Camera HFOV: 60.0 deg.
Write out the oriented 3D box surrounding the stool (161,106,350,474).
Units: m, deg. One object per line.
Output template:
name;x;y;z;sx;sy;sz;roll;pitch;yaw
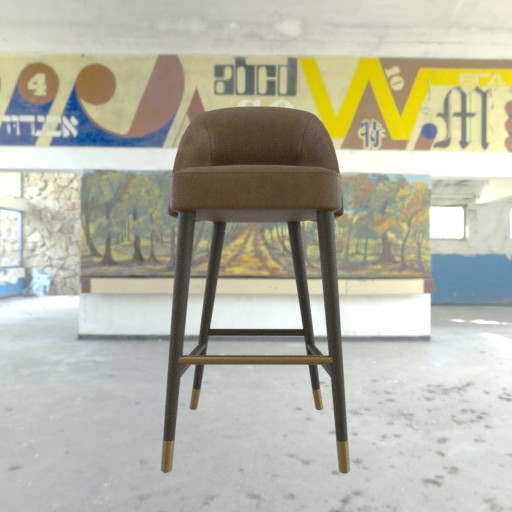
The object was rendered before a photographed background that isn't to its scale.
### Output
stool;0.000;0.000;1.305;0.494;1.037;0.509;0;0;0
